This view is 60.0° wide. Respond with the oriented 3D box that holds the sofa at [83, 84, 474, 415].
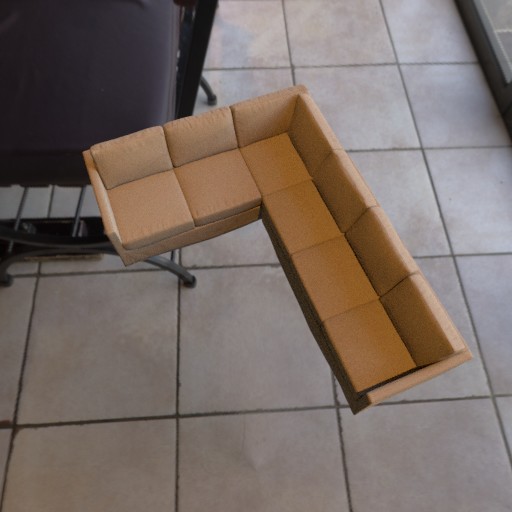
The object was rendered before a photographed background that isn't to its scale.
[{"bbox_3d":[0.000,0.000,4.140,2.432,0.871,3.182,-20,66,-9],"label":"sofa"}]
